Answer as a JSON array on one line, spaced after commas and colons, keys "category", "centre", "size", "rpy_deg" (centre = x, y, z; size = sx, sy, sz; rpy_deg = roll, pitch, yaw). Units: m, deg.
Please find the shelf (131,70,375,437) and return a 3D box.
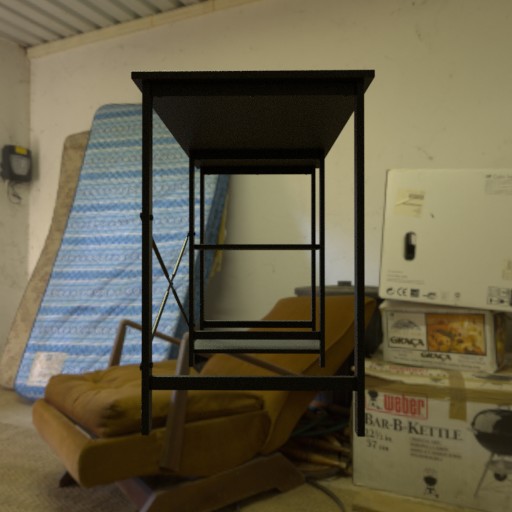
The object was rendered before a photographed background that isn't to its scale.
[{"category": "shelf", "centre": [0.000, 0.000, 1.351], "size": [0.498, 0.749, 0.902], "rpy_deg": [0, -1, 1]}]
